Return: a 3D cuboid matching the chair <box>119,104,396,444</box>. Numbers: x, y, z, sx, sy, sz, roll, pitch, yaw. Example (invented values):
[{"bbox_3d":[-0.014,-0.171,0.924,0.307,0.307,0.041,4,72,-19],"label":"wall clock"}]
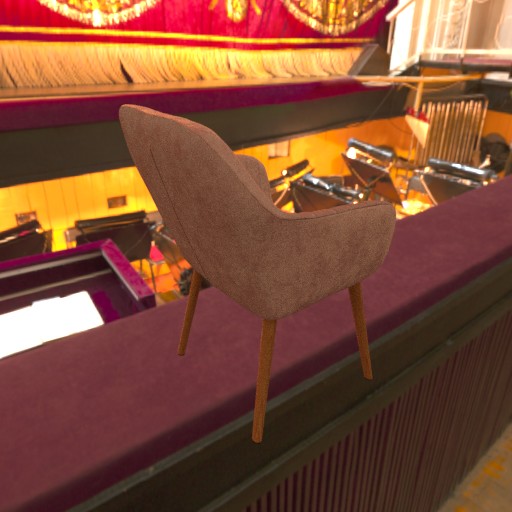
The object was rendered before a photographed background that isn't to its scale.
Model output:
[{"bbox_3d":[0.000,0.000,1.254,0.570,0.832,0.610,-17,31,-31],"label":"chair"}]
